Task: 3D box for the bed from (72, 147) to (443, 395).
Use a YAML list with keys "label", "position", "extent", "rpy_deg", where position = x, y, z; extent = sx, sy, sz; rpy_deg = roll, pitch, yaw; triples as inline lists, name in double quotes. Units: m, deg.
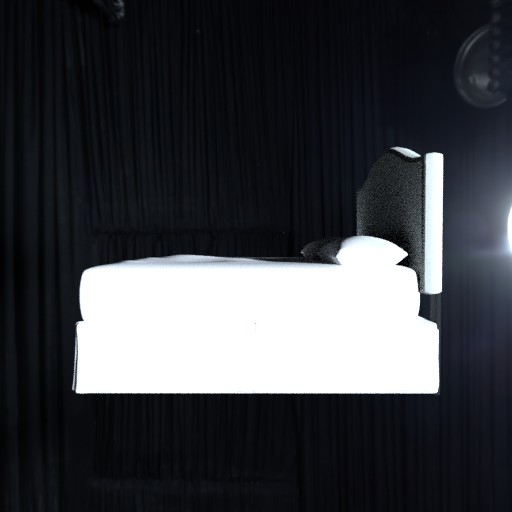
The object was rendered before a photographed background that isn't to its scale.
- label: "bed"
  position: [0.000, 0.000, 3.412]
  extent: [2.180, 1.607, 1.813]
  rpy_deg: [0, 2, 0]
